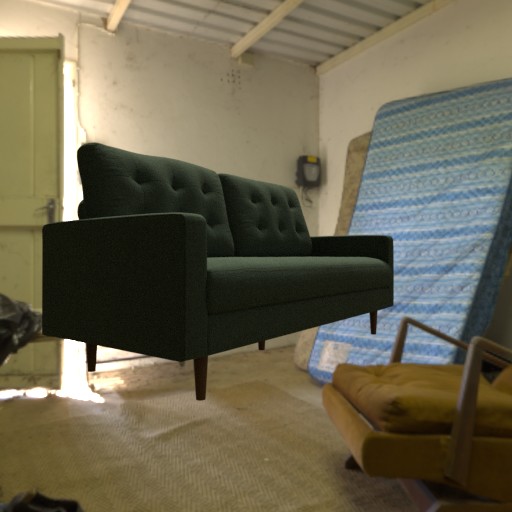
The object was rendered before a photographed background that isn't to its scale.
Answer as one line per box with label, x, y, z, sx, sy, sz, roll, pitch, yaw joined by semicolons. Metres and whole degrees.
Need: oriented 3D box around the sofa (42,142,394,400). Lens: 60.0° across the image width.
sofa;0.000;0.000;2.506;0.966;1.050;2.010;0;0;36
